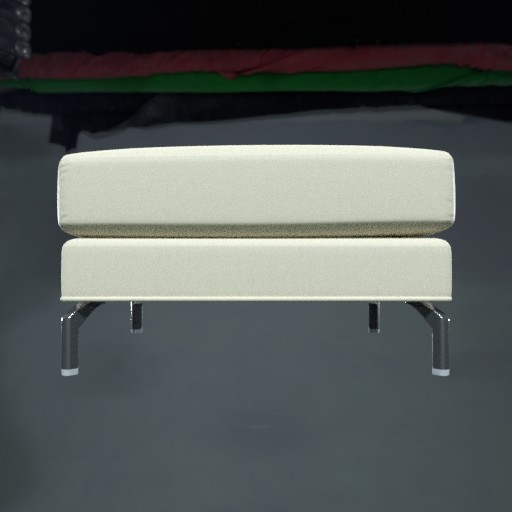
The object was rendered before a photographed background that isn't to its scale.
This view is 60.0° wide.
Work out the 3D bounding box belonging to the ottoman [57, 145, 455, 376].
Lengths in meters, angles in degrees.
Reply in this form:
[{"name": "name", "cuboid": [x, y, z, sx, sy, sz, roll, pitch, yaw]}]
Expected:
[{"name": "ottoman", "cuboid": [0.000, 0.000, 1.187, 0.835, 0.497, 0.581, 0, -1, 0]}]
